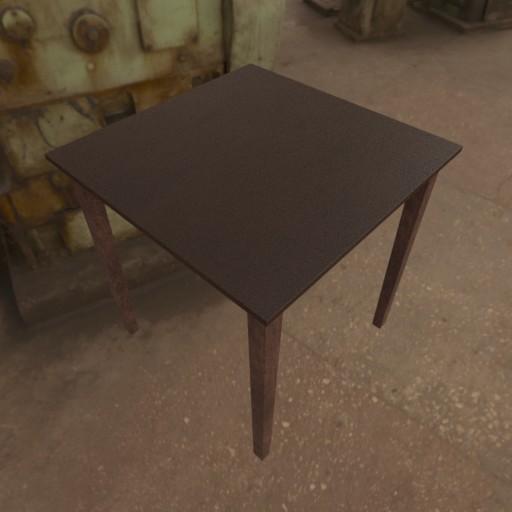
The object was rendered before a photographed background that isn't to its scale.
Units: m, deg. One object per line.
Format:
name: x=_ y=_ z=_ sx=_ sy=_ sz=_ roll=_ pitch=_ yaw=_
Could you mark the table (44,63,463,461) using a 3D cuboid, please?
table: x=0.000 y=0.000 z=1.395 sx=0.749 sy=0.770 sz=0.749 roll=34 pitch=55 yaw=28
